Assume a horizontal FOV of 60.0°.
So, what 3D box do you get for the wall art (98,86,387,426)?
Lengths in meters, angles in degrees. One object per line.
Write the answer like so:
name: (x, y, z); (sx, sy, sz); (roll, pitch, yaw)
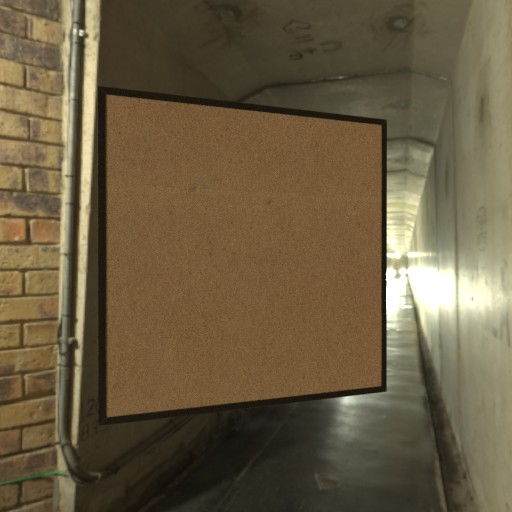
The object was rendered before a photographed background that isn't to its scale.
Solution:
wall art: (0.000, 0.000, 1.135); (0.762, 0.762, 0.038); (0, 0, -19)
